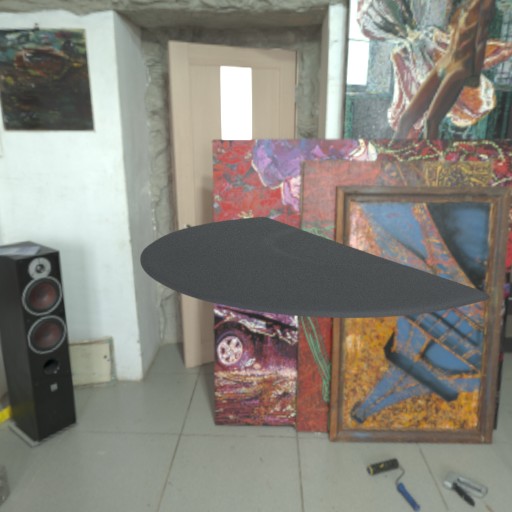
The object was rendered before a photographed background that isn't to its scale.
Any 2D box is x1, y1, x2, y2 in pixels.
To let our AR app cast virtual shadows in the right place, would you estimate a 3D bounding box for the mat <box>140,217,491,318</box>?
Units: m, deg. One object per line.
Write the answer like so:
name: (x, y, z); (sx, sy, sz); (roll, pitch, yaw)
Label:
mat: (0.000, 0.000, 1.840); (0.917, 0.016, 1.525); (-8, 17, -26)
